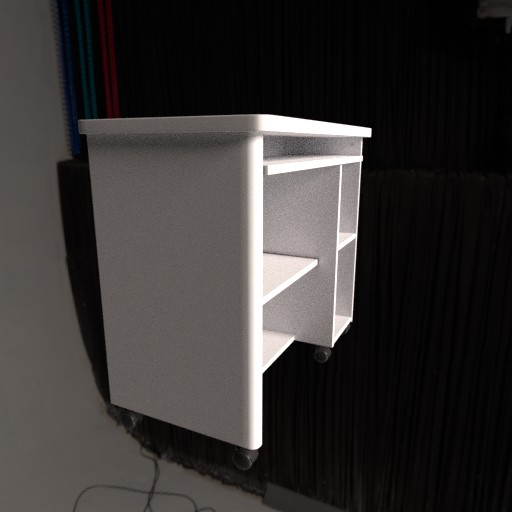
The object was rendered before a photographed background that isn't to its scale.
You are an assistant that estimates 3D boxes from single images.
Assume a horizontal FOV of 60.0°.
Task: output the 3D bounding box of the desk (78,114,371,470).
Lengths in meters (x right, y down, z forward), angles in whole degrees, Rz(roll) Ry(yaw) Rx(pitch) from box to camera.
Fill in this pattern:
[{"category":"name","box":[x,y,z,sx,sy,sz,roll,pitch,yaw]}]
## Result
[{"category":"desk","box":[0.000,0.000,1.348,0.475,0.763,0.877,7,16,25]}]
